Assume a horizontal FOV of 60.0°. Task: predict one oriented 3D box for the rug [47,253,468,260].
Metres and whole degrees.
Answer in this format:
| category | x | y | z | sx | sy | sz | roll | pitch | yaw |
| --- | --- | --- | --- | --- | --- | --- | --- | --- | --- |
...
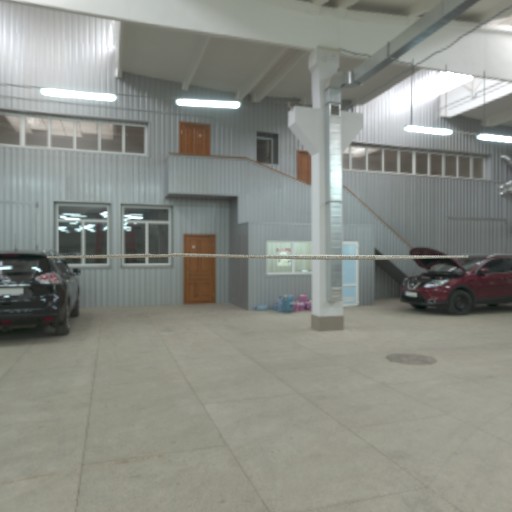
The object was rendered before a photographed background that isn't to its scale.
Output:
| category | x | y | z | sx | sy | sz | roll | pitch | yaw |
| --- | --- | --- | --- | --- | --- | --- | --- | --- | --- |
| rug | 0.000 | 0.000 | 2.910 | 2.264 | 0.030 | 1.624 | 0 | 0 | 36 |
